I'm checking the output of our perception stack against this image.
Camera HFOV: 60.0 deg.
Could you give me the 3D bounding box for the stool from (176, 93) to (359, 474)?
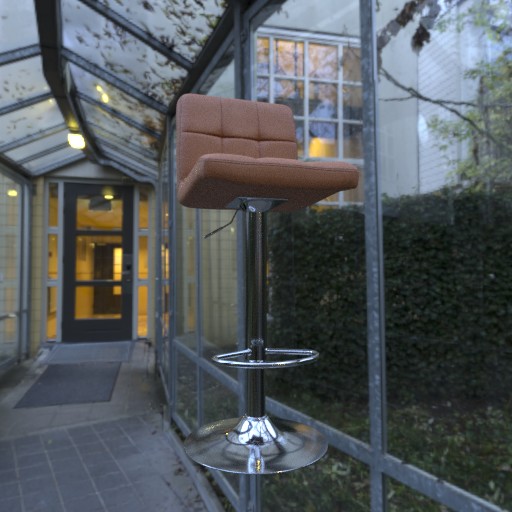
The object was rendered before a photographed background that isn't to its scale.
[{"bbox_3d":[0.000,0.000,1.335,0.430,1.115,0.505,1,-2,-18],"label":"stool"}]
